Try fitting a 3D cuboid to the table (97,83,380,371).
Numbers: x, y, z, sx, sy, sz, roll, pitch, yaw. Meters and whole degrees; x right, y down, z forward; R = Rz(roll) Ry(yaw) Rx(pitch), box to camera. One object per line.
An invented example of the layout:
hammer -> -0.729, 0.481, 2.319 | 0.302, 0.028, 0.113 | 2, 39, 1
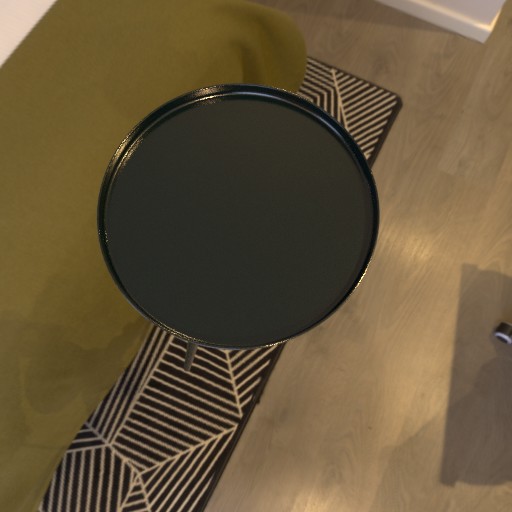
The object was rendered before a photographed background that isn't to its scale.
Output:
table -> 0.000, 0.000, 0.844 | 0.415, 0.548, 0.403 | -4, 75, -1
